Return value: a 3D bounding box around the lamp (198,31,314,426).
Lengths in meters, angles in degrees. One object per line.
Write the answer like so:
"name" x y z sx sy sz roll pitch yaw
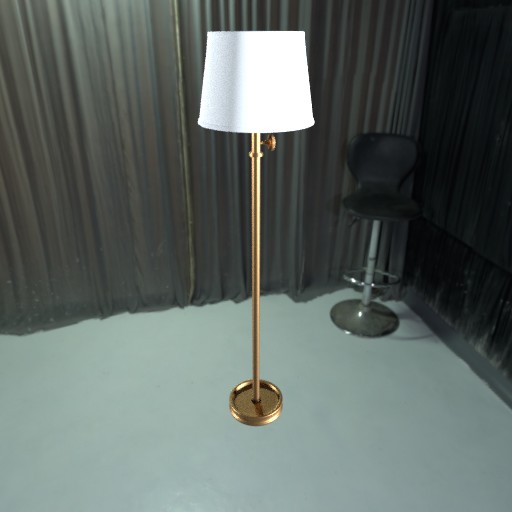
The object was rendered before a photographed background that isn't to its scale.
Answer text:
"lamp" 0.000 0.000 0.787 0.178 0.710 0.178 0 26 0
